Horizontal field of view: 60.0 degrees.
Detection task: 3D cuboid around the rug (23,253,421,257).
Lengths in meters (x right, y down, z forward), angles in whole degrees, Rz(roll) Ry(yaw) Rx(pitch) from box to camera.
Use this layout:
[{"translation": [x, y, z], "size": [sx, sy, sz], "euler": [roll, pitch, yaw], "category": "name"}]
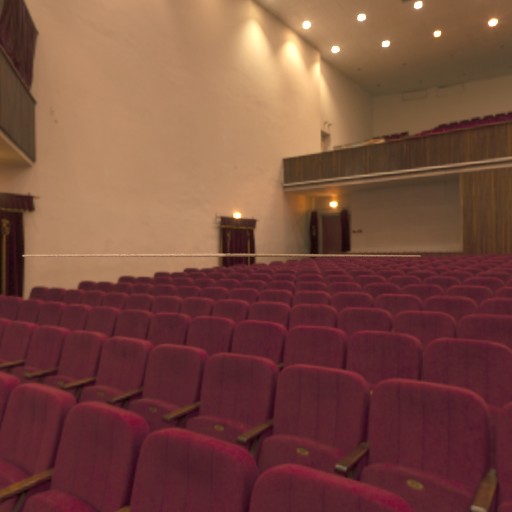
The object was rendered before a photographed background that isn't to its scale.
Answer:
[{"translation": [0.000, 0.000, 3.054], "size": [1.517, 0.011, 2.435], "euler": [0, 0, 36], "category": "rug"}]
